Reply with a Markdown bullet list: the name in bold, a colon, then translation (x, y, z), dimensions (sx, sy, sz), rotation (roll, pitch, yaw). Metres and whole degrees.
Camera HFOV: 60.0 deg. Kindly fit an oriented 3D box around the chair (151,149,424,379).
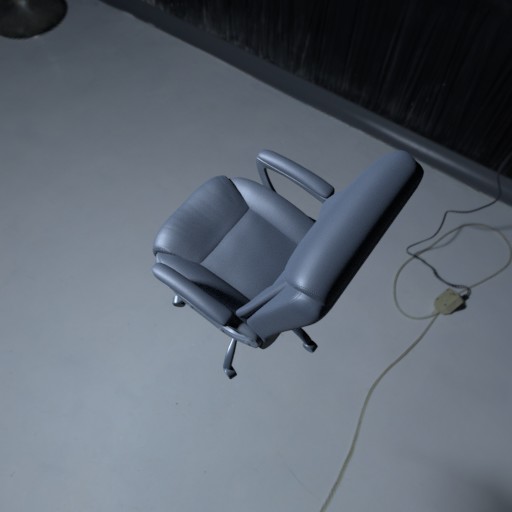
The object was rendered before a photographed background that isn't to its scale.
- **chair**: translation (0.000, 0.000, 1.460), dimensions (0.655, 1.072, 0.615), rotation (34, 69, 15)
